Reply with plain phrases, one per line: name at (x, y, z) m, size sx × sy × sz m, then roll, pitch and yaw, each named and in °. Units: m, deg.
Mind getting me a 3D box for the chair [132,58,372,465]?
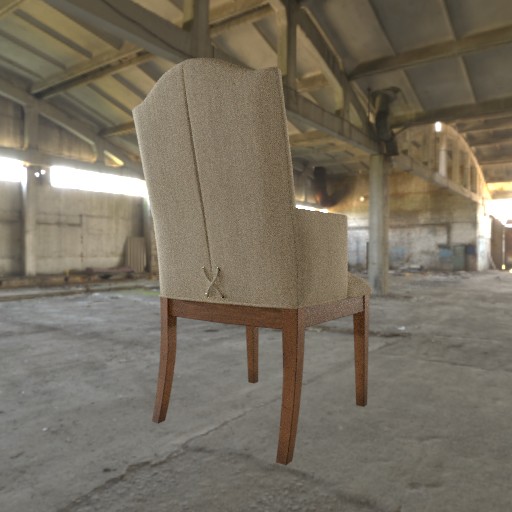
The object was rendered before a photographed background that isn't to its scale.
chair at (0.000, 0.000, 1.391) m, size 0.533 × 1.016 × 0.641 m, roll 0°, pitch 1°, yaw 35°
